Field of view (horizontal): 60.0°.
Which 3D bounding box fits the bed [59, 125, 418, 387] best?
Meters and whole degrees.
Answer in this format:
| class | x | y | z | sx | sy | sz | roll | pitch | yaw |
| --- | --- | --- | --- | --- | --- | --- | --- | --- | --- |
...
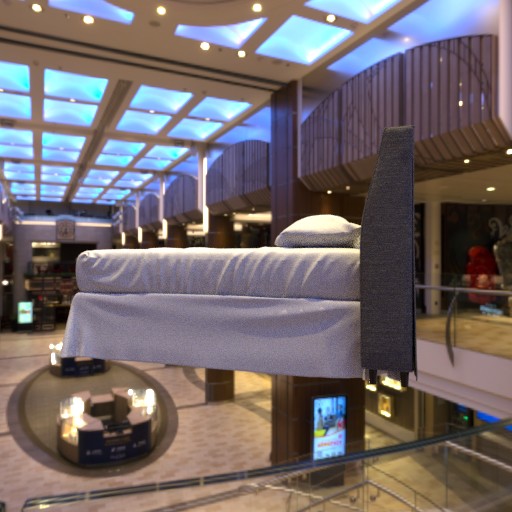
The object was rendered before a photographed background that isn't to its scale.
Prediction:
| class | x | y | z | sx | sy | sz | roll | pitch | yaw |
| --- | --- | --- | --- | --- | --- | --- | --- | --- | --- |
| bed | 0.000 | 0.000 | 3.424 | 2.276 | 1.332 | 1.925 | 0 | 0 | 18 |
